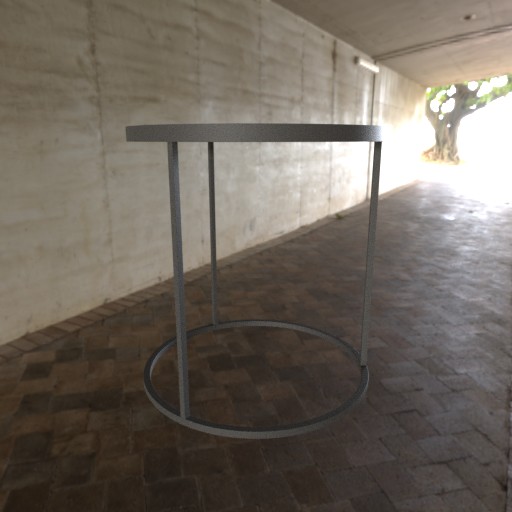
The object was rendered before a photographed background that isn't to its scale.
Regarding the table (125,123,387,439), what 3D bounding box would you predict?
[{"bbox_3d":[0.000,0.000,0.892,0.470,0.498,0.470,0,15,0],"label":"table"}]
